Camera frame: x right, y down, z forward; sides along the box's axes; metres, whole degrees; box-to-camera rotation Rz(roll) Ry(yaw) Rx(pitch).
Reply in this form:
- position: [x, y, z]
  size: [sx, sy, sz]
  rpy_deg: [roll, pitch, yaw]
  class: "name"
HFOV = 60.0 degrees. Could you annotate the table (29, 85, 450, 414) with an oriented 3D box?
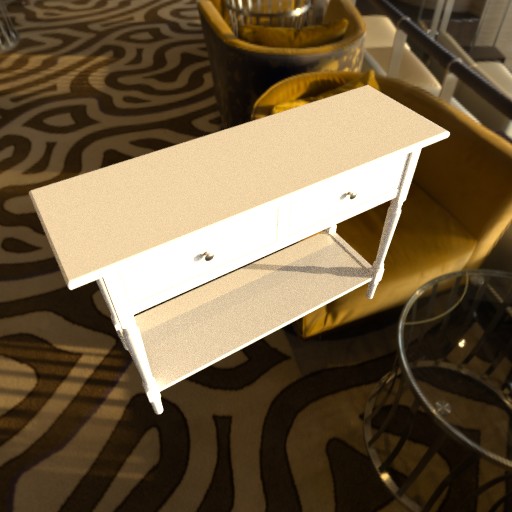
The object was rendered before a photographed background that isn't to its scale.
- position: [0.000, 0.000, 1.574]
  size: [1.191, 0.814, 0.386]
  rpy_deg: [-24, 51, -21]
  class: "table"
